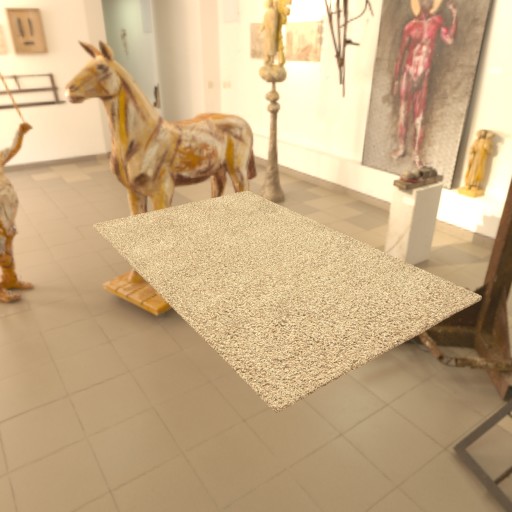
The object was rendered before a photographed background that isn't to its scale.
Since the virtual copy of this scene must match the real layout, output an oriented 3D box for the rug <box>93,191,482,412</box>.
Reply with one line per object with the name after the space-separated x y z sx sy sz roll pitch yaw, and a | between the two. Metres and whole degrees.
0.000 0.000 3.086 1.524 0.030 2.438 -17 31 -31 | rug
